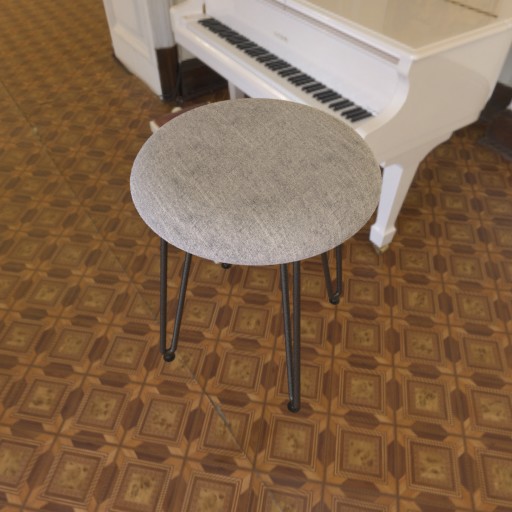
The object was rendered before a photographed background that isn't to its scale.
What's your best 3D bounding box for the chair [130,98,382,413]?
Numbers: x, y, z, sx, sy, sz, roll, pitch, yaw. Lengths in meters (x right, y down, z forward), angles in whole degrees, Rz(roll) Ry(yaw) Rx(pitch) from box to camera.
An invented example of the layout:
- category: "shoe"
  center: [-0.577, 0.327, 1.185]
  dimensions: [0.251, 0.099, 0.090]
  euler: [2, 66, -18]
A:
- category: "chair"
  center: [0.000, 0.000, 0.671]
  dimensions: [0.350, 0.386, 0.350]
  euler: [-17, 50, -15]
